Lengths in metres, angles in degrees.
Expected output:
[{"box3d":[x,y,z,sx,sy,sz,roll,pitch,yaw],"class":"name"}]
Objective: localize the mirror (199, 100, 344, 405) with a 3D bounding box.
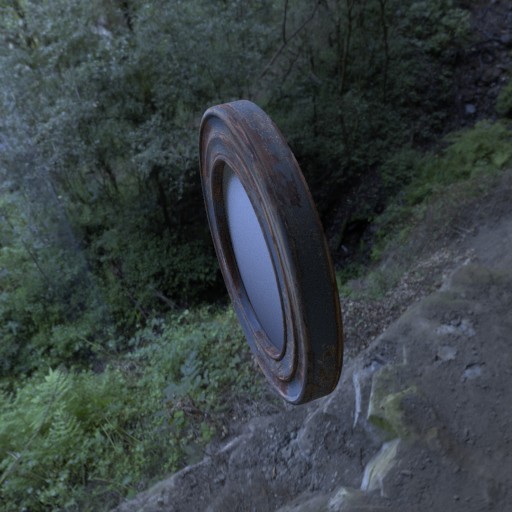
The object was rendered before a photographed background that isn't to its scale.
[{"box3d":[0.000,0.000,0.883,0.061,0.585,0.585,-16,51,-14],"class":"mirror"}]
